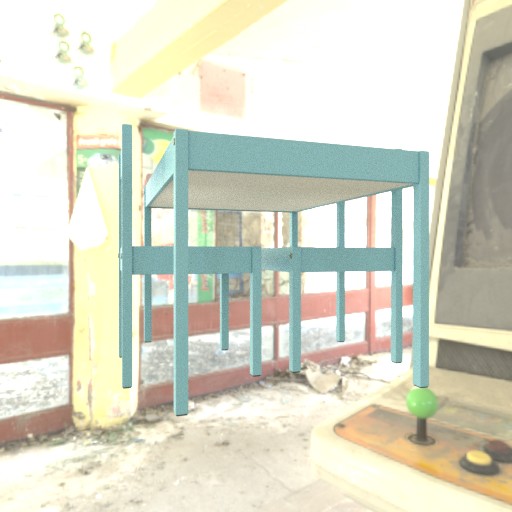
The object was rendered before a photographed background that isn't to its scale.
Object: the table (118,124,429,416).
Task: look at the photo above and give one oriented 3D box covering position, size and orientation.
[{"bbox_3d":[0.000,0.000,1.073,0.633,0.503,0.639,0,0,-19],"label":"table"}]
